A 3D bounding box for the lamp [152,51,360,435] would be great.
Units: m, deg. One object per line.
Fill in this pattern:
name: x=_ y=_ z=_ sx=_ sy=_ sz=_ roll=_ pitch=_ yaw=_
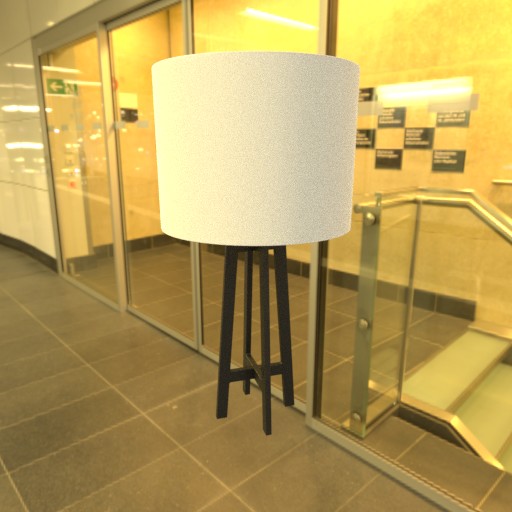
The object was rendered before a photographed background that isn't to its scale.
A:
lamp: x=0.000 y=0.000 z=0.620 sx=0.257 sy=0.489 sz=0.257 roll=7 pitch=16 yaw=27
